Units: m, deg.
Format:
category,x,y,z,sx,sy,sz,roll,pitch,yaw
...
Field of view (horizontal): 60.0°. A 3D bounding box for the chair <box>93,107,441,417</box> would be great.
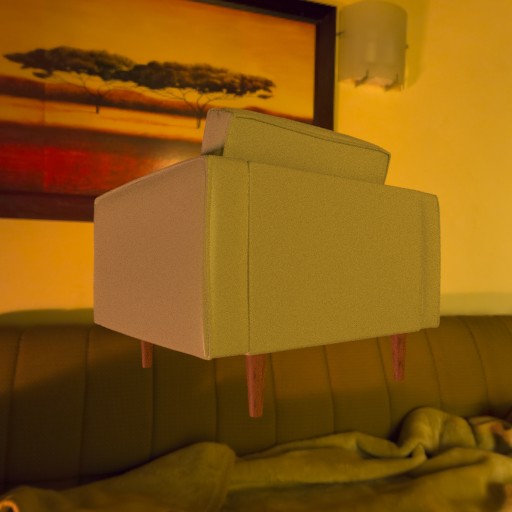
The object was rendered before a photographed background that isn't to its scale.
category,x,y,z,sx,sy,sz,roll,pitch,yaw
chair,0.000,0.000,1.513,0.928,0.773,0.843,1,-2,-37
